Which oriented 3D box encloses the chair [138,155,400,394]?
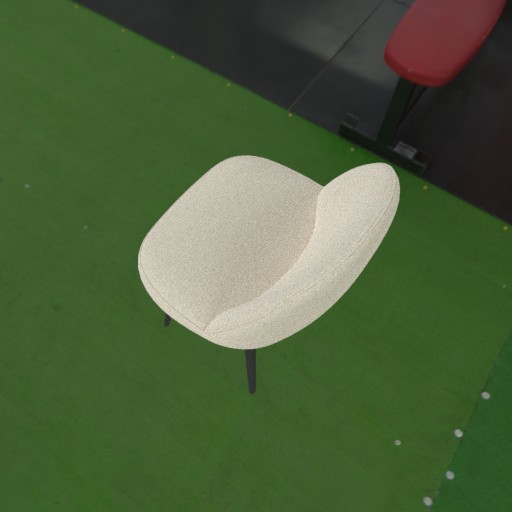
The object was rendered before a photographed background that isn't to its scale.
[{"bbox_3d":[0.000,0.000,1.186,0.540,0.838,0.532,34,68,16],"label":"chair"}]
